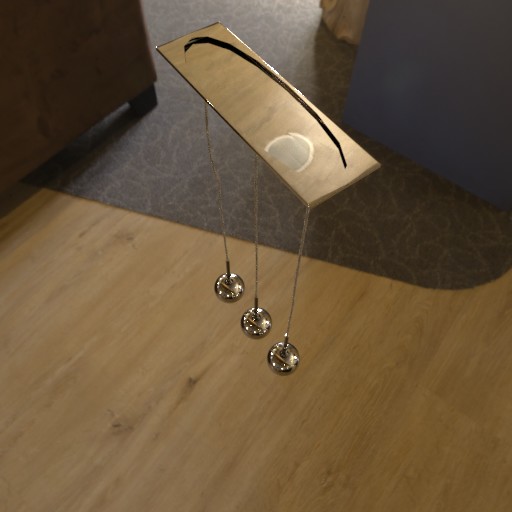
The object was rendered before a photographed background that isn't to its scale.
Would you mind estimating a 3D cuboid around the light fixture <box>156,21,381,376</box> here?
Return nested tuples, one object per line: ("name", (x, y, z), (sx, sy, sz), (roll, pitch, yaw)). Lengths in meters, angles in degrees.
("light fixture", (0.000, 0.000, 1.617), (0.188, 1.408, 0.623), (-32, 64, -17))
